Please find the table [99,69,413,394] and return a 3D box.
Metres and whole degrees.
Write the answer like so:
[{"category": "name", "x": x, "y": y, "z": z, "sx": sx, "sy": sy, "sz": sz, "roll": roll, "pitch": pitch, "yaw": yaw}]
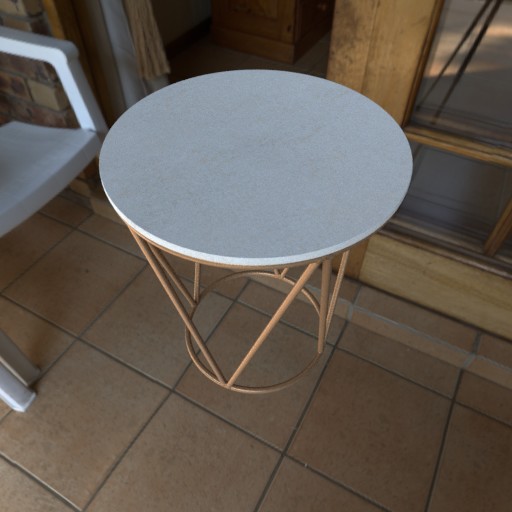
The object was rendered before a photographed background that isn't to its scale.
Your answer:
[{"category": "table", "x": 0.000, "y": 0.000, "z": 0.937, "sx": 0.500, "sy": 0.564, "sz": 0.500, "roll": 0, "pitch": 49, "yaw": 0}]
